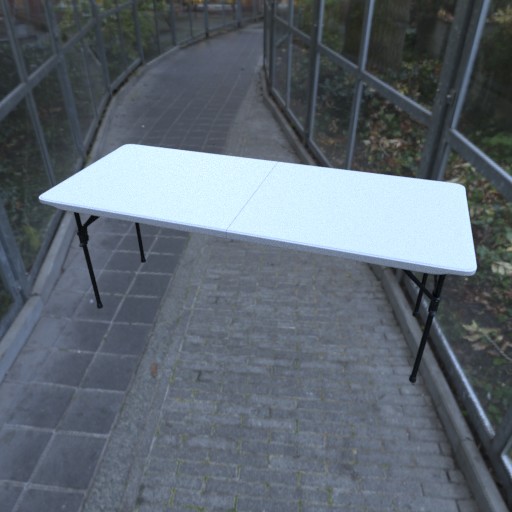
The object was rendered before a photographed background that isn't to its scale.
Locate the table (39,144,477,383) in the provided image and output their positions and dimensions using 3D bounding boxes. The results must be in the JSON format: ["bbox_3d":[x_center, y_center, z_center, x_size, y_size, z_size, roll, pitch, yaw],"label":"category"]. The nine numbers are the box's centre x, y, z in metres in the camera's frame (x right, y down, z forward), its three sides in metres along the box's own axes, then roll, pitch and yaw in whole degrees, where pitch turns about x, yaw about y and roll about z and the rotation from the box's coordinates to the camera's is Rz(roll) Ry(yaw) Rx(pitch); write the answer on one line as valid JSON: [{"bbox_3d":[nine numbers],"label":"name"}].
[{"bbox_3d":[0.000,0.000,2.230,1.829,0.719,0.761,10,35,15],"label":"table"}]
